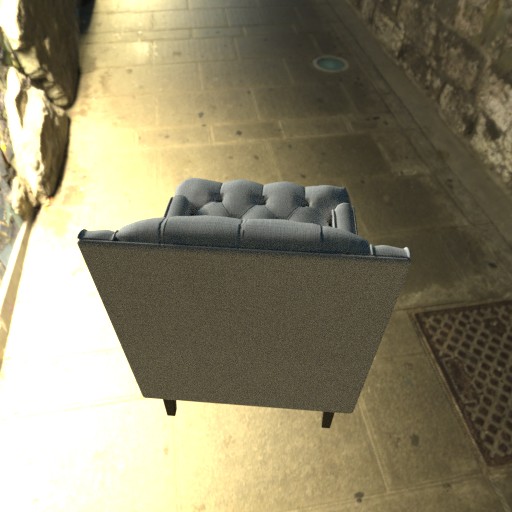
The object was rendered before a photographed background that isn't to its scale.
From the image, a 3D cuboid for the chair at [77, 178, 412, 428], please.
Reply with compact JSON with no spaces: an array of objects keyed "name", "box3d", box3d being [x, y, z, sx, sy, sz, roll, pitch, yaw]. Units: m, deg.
[{"name":"chair","box3d":[0.000,0.000,1.393,0.658,0.891,0.772,3,48,3]}]
